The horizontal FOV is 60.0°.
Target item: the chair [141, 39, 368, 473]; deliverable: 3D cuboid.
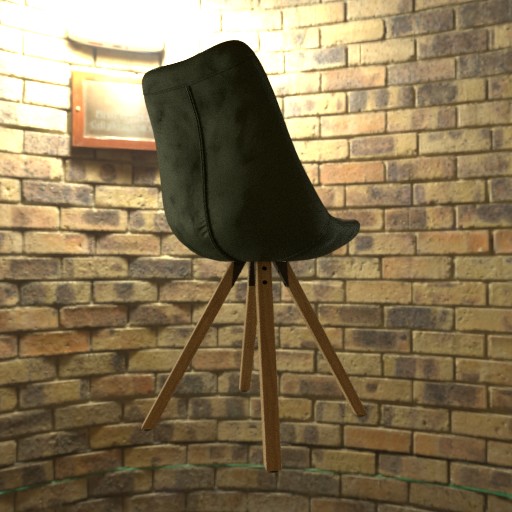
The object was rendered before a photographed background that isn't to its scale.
[{"bbox_3d":[0.000,0.000,1.165,0.483,0.865,0.547,-1,-1,36],"label":"chair"}]
